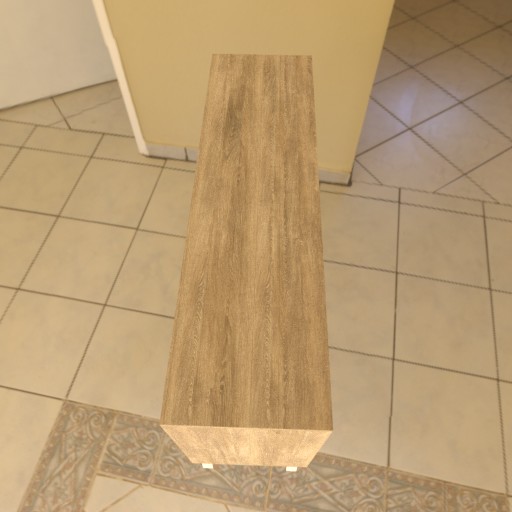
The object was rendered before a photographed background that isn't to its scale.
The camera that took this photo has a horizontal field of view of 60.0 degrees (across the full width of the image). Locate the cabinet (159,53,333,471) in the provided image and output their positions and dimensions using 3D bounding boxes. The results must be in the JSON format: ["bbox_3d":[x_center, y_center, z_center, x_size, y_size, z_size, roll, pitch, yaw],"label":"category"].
[{"bbox_3d":[0.000,0.000,1.939,0.450,0.870,1.600,2,58,1],"label":"cabinet"}]
